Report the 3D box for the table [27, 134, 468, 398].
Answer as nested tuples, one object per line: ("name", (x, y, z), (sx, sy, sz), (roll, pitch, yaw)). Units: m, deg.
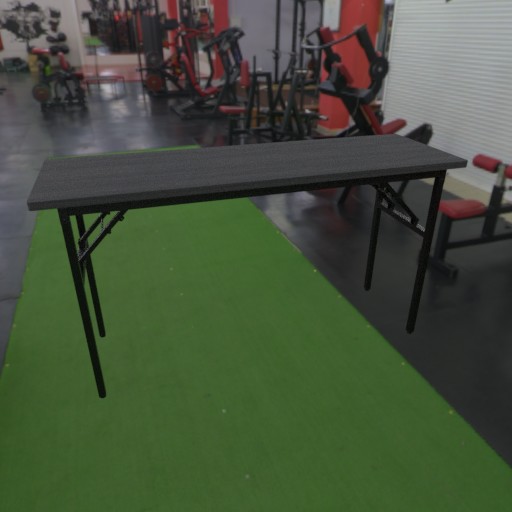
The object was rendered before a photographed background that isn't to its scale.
("table", (0.000, 0.000, 1.707), (1.399, 0.750, 0.449), (-8, 29, -15))
